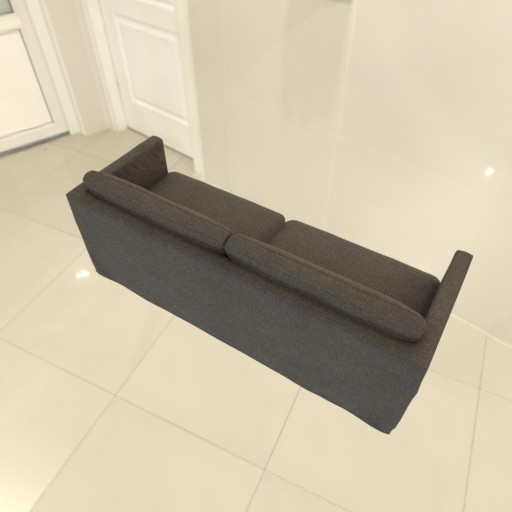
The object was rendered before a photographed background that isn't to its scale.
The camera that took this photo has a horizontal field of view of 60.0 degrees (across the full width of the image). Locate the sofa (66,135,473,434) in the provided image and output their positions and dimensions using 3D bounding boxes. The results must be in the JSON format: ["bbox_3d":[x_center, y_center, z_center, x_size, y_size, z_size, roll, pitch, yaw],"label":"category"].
[{"bbox_3d":[0.000,0.000,3.338,2.779,0.998,1.036,24,51,22],"label":"sofa"}]
